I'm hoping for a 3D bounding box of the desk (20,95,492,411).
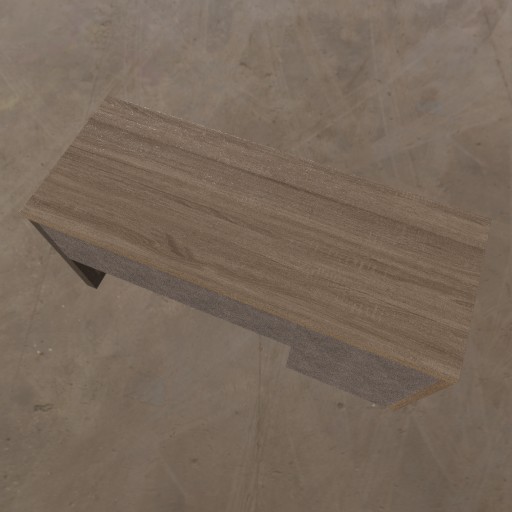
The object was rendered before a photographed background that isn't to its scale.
[{"bbox_3d":[0.000,0.000,2.058,1.700,0.760,0.690,20,66,10],"label":"desk"}]
